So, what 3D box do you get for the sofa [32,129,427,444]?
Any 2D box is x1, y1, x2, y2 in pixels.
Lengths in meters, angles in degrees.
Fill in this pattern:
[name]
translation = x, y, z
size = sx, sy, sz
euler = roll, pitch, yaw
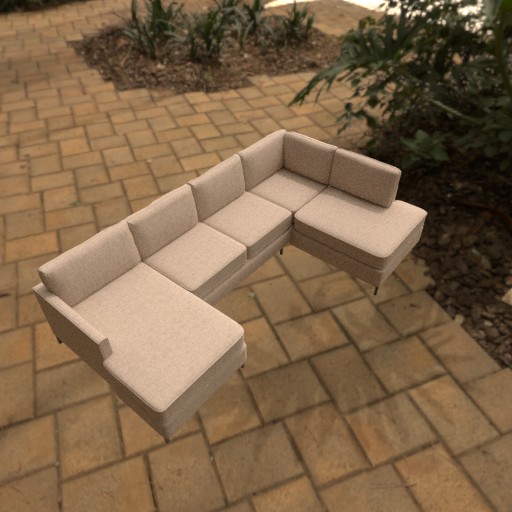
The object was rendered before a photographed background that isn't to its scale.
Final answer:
[sofa]
translation = 0.000, 0.000, 4.277
size = 2.021, 0.996, 3.423
euler = 28, 49, 28
